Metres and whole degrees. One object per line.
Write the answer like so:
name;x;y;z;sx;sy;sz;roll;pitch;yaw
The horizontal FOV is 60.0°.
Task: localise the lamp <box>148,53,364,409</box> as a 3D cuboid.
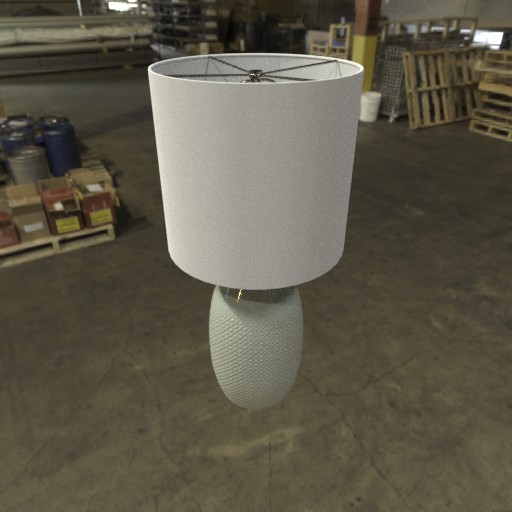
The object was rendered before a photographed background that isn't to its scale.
lamp;0.000;0.000;0.568;0.217;0.453;0.217;-18;35;-27
